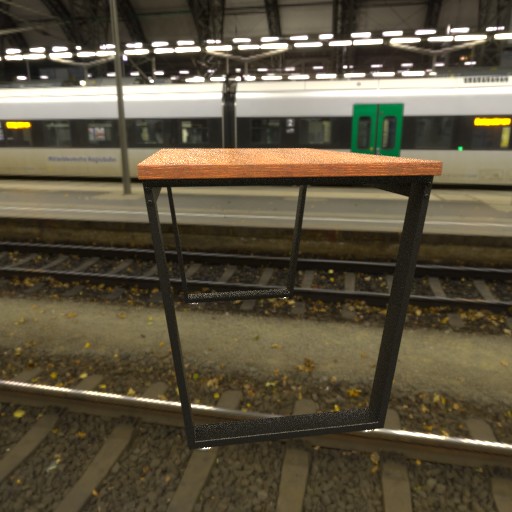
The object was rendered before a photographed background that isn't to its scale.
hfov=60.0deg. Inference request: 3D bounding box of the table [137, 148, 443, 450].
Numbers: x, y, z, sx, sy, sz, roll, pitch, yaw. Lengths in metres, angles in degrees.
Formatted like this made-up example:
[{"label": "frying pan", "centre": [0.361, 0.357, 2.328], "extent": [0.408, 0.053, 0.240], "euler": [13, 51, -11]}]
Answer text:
[{"label": "table", "centre": [0.000, 0.000, 1.680], "extent": [0.714, 0.760, 1.205], "euler": [-2, 15, -9]}]
